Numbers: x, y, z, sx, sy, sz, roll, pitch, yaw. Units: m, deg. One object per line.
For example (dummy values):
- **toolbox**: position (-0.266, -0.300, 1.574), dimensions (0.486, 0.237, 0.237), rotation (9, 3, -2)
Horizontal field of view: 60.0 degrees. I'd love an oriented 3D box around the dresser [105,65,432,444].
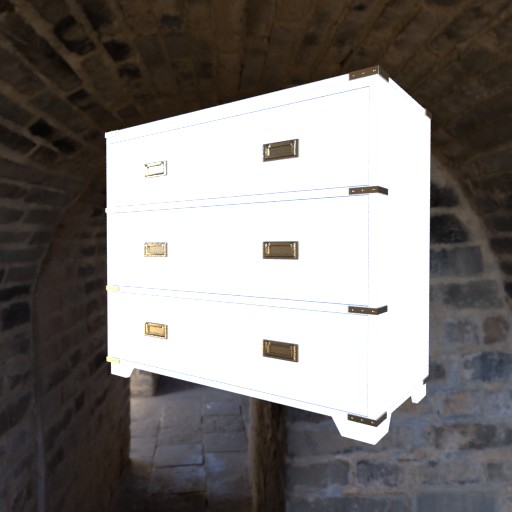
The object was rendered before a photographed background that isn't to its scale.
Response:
- **dresser**: position (0.000, 0.000, 1.505), dimensions (1.022, 0.891, 0.460), rotation (1, 1, 36)
